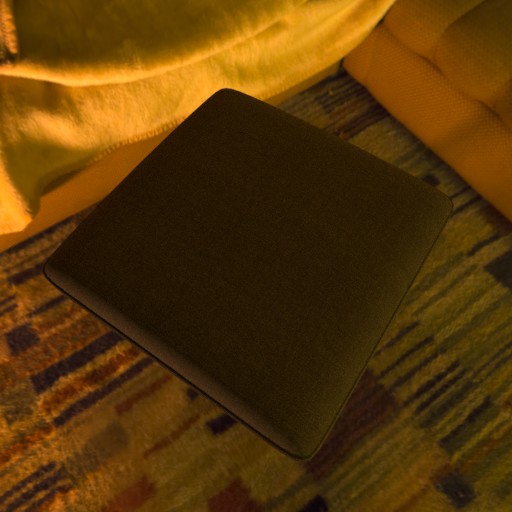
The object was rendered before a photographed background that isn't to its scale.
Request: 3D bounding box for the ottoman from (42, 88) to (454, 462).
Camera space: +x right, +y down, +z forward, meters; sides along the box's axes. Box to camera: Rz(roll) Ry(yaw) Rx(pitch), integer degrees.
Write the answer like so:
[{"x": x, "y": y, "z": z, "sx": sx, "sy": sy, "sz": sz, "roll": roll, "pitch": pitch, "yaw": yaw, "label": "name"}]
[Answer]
[{"x": 0.000, "y": 0.000, "z": 1.679, "sx": 1.067, "sy": 0.559, "sz": 1.067, "roll": 31, "pitch": 67, "yaw": 15, "label": "ottoman"}]
